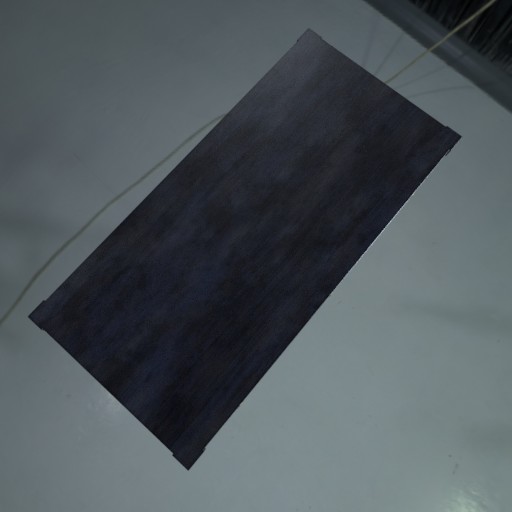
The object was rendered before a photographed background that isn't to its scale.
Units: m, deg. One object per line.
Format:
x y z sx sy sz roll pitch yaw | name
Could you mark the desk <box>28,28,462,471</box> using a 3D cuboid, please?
0.000 0.000 1.761 0.630 0.861 1.289 40 79 9 | desk
